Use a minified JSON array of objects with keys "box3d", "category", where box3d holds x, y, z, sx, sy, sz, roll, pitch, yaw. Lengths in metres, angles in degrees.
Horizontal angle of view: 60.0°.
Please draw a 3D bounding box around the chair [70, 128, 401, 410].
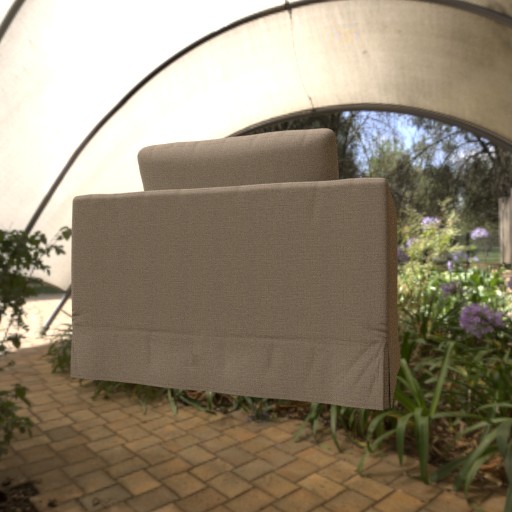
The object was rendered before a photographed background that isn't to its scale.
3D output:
[{"box3d":[0.000,0.000,1.869,1.150,0.878,0.957,0,-1,19],"category":"chair"}]
